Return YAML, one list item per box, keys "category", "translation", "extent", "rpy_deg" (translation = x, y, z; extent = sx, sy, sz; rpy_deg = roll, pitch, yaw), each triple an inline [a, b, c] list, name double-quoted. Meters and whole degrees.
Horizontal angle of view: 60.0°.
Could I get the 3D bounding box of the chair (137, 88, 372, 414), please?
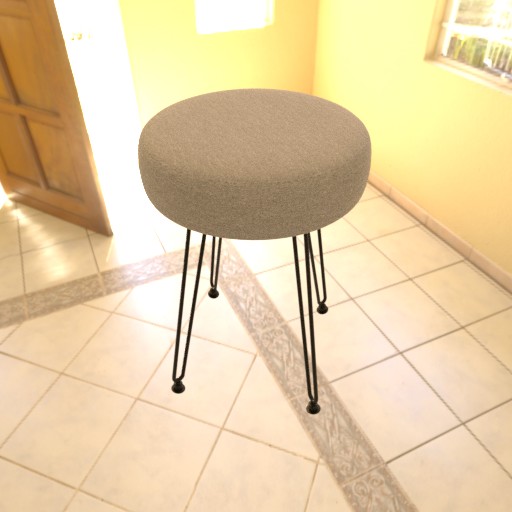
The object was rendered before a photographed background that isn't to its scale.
- category: "chair"
  translation: [0.000, 0.000, 0.696]
  extent: [0.350, 0.440, 0.350]
  rpy_deg: [-24, 45, -26]
